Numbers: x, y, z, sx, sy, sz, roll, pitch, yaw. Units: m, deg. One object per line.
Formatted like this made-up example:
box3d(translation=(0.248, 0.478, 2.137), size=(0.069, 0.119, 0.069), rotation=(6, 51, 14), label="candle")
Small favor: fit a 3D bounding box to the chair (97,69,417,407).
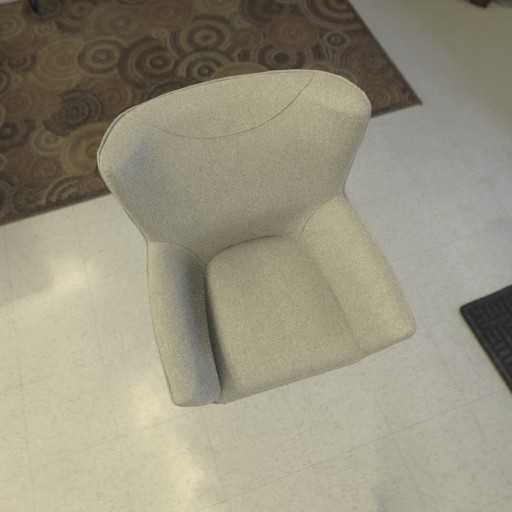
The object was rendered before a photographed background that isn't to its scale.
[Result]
box3d(translation=(0.000, 0.000, 1.556), size=(0.781, 0.933, 0.888), rotation=(-15, 64, -7), label="chair")
